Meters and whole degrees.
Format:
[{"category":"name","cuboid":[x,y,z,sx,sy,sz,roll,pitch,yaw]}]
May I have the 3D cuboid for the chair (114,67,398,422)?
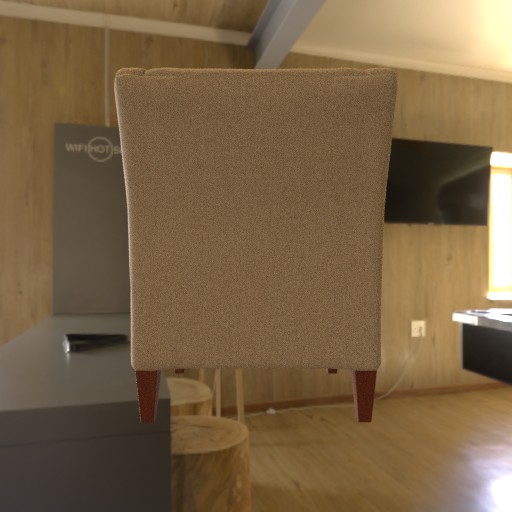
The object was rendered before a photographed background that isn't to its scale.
[{"category":"chair","cuboid":[0.000,0.000,1.583,0.774,1.014,0.870,0,0,0]}]
